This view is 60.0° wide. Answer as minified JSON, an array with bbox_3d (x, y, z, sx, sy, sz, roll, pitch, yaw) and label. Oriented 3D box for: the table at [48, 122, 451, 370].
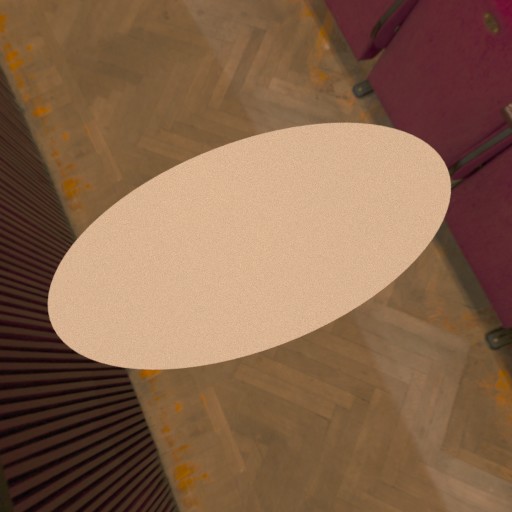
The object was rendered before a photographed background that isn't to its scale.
[{"bbox_3d":[0.000,0.000,1.315,1.083,0.390,0.542,-22,77,-5],"label":"table"}]
